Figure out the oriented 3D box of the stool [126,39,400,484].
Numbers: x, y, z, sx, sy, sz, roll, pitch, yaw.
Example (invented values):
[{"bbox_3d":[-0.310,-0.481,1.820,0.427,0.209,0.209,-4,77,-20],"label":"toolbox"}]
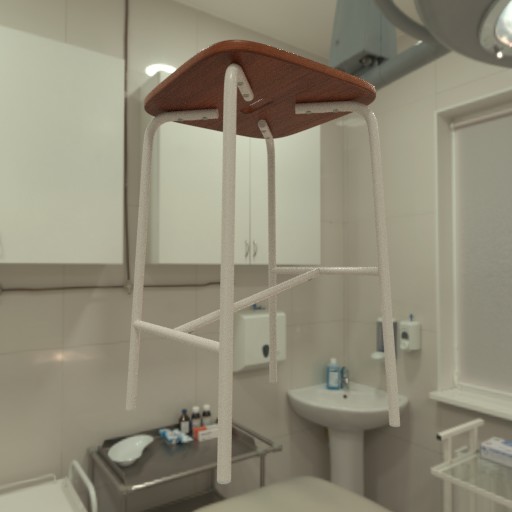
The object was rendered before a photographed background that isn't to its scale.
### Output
[{"bbox_3d":[0.000,0.000,0.845,0.376,0.610,0.376,1,-2,-35],"label":"stool"}]
